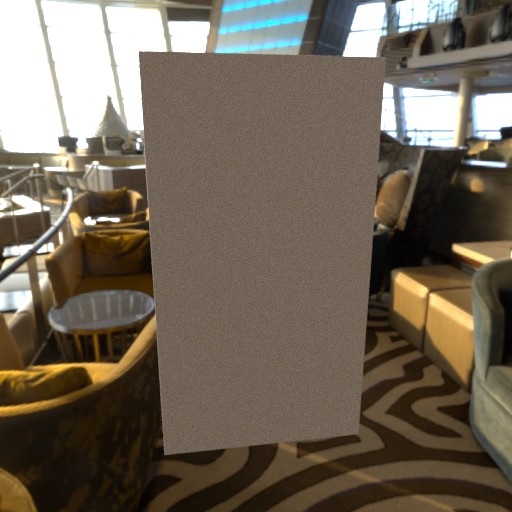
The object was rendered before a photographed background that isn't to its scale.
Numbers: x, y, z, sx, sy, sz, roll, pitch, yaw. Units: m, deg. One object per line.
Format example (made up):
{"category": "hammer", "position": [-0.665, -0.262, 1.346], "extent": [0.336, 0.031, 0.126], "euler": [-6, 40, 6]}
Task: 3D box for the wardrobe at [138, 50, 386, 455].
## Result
{"category": "wardrobe", "position": [0.000, 0.000, 2.260], "extent": [0.991, 1.808, 0.577], "euler": [-2, 16, -9]}
